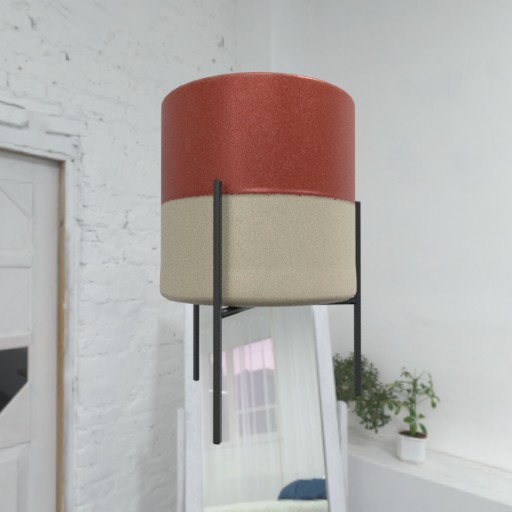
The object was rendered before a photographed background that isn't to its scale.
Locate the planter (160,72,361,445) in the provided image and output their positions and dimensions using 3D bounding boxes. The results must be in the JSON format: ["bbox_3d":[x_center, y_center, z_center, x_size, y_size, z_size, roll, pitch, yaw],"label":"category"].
[{"bbox_3d":[0.000,0.000,0.533,0.235,0.354,0.251,0,-1,18],"label":"planter"}]
